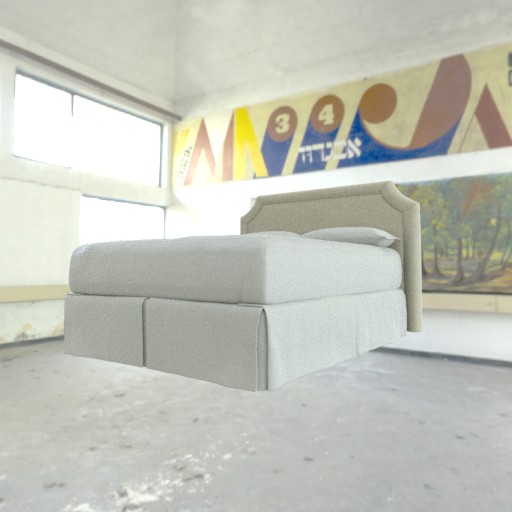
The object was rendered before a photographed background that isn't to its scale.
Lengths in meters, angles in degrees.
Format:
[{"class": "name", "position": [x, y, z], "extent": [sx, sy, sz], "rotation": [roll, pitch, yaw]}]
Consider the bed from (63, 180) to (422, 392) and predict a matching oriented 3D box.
[{"class": "bed", "position": [0.000, 0.000, 3.300], "extent": [1.828, 1.297, 2.164], "rotation": [-1, -2, 36]}]
